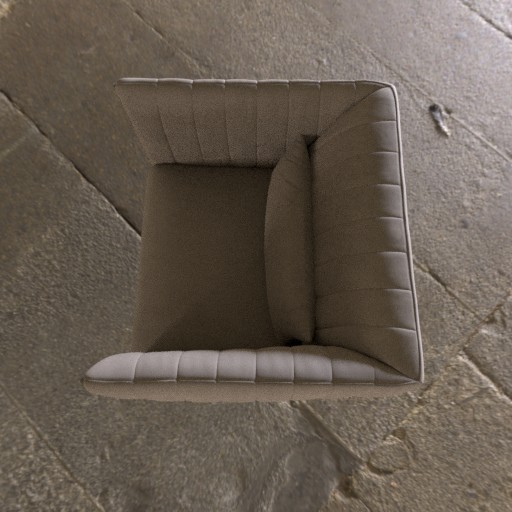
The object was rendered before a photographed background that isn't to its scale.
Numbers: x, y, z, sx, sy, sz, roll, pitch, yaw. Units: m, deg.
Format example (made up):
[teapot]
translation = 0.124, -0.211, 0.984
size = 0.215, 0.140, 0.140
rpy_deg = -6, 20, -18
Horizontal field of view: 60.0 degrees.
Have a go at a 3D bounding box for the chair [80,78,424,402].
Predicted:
[chair]
translation = 0.000, 0.000, 1.575
size = 0.873, 0.779, 0.981
rpy_deg = 0, 74, 0
